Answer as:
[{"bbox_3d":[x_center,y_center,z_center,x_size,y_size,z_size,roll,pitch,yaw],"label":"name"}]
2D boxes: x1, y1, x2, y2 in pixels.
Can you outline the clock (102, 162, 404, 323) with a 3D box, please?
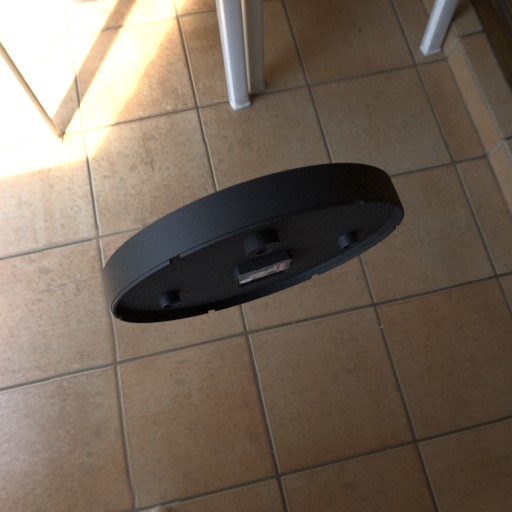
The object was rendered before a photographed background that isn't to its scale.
[{"bbox_3d":[0.000,0.000,0.445,0.293,0.293,0.040,-18,76,-5],"label":"clock"}]
